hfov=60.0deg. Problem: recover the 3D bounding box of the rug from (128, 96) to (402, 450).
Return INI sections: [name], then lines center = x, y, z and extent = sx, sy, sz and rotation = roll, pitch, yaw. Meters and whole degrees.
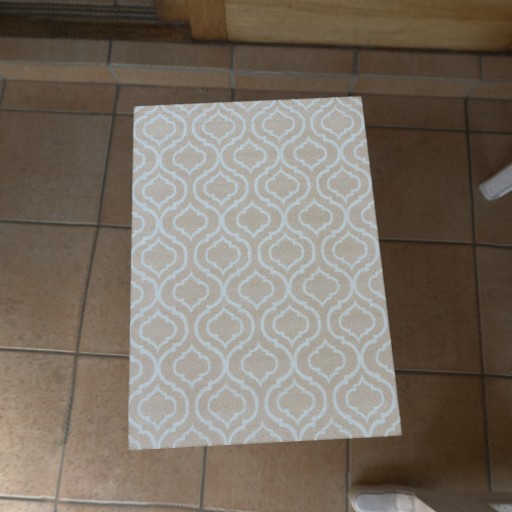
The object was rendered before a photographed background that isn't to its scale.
[rug]
center = 0.000, 0.000, 2.712
extent = 1.524, 0.010, 2.134
rotation = -3, 76, -1
